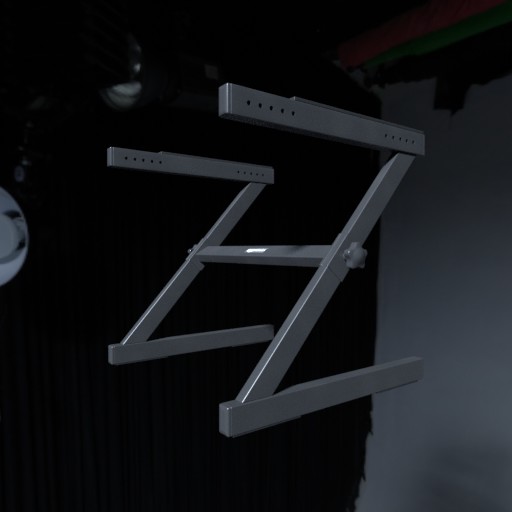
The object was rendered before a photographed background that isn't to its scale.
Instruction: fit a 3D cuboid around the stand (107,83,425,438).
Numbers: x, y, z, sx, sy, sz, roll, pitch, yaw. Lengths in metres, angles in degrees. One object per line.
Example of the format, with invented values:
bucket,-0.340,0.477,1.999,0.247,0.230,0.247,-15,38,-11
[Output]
stand,0.000,0.000,1.179,0.586,0.617,0.700,-1,1,-37
